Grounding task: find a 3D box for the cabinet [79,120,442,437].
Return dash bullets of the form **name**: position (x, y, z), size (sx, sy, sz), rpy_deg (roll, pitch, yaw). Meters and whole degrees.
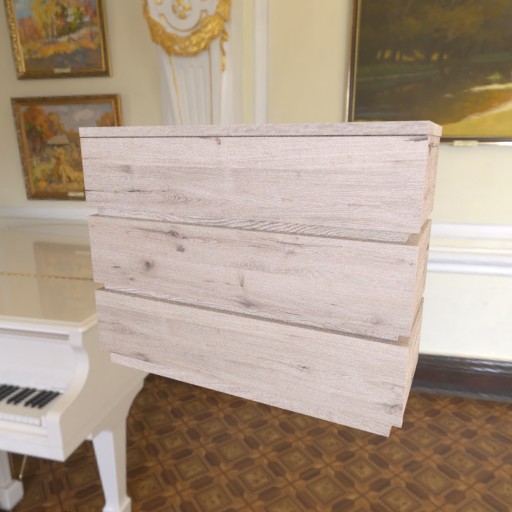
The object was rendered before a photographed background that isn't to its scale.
- **cabinet**: position (0.000, 0.000, 1.467), size (1.040, 0.820, 0.420), rpy_deg (7, 16, 25)
